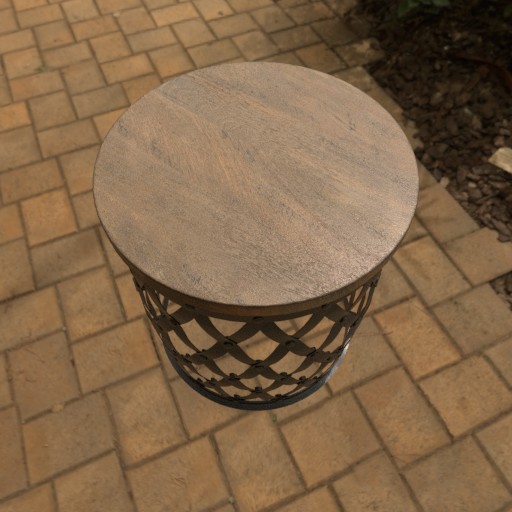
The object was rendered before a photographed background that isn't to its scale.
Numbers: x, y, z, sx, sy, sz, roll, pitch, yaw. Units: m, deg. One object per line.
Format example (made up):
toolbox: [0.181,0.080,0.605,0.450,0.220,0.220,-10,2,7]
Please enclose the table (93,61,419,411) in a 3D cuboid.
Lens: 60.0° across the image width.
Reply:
table: [0.000,0.000,0.749,0.405,0.454,0.405,0,58,0]
